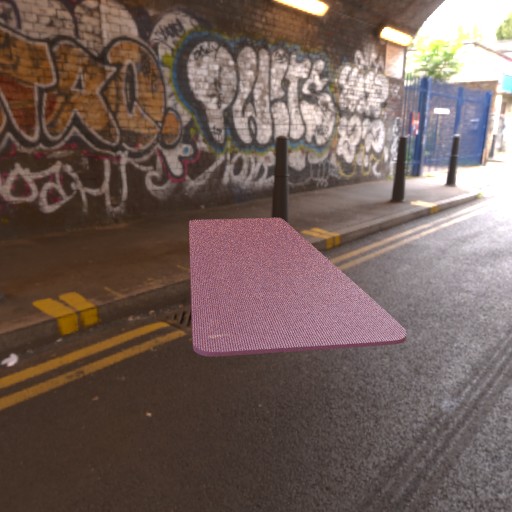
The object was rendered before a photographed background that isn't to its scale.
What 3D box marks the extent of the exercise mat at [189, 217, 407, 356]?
[{"bbox_3d":[0.000,0.000,2.088,0.616,0.021,1.869,-2,16,-8],"label":"exercise mat"}]
